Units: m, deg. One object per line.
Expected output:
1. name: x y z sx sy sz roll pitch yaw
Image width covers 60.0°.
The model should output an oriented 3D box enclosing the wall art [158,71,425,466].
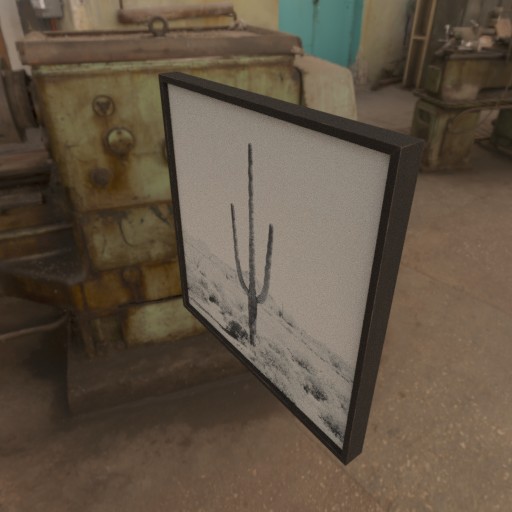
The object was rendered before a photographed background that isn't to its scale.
1. wall art: 0.000 0.000 0.740 0.038 0.508 0.508 -22 38 -31
